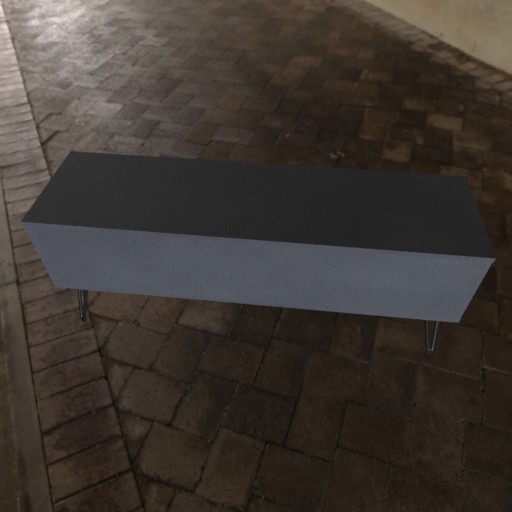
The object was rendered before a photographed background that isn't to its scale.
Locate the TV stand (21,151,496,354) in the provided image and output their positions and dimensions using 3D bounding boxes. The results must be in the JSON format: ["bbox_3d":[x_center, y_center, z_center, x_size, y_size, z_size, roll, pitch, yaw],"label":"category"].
[{"bbox_3d":[0.000,0.000,1.638,1.400,0.560,0.400,5,47,4],"label":"TV stand"}]
